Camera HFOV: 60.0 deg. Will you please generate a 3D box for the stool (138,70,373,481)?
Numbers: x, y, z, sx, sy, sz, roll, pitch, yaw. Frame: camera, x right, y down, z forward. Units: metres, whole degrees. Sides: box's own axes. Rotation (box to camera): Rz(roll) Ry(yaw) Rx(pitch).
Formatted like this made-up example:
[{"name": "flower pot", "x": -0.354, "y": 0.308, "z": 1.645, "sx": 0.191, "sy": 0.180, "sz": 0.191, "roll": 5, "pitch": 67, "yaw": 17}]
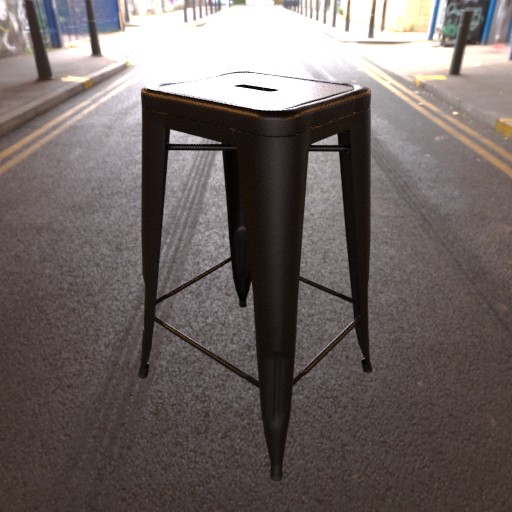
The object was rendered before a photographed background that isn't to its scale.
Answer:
[{"name": "stool", "x": 0.000, "y": 0.000, "z": 0.839, "sx": 0.399, "sy": 0.609, "sz": 0.359, "roll": 23, "pitch": 38, "yaw": 33}]
